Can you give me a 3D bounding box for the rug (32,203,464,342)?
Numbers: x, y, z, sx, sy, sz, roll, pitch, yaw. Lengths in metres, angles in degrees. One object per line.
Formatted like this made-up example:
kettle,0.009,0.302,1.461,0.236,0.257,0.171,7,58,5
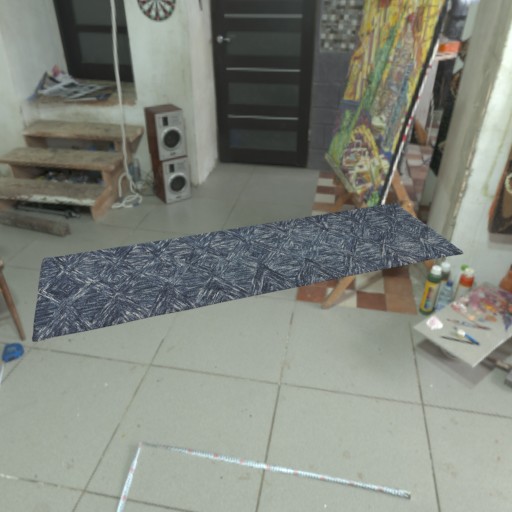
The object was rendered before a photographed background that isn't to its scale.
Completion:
rug,0.000,0.000,2.525,2.306,0.013,0.719,-10,34,-16
